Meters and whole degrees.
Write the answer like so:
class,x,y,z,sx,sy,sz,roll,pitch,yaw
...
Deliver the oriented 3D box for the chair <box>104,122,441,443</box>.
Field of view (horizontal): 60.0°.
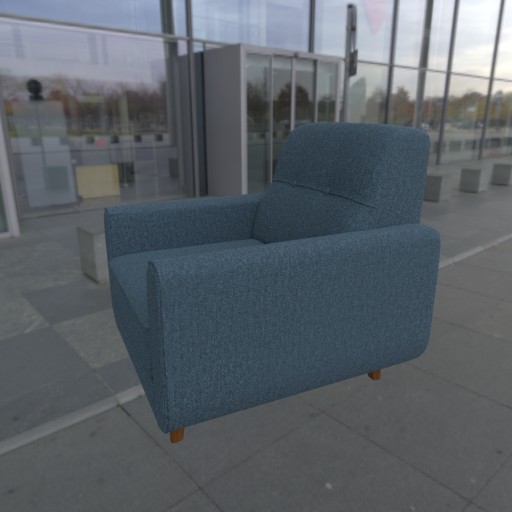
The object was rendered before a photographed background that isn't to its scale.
class,x,y,z,sx,sy,sz,roll,pitch,yaw
chair,0.000,0.000,1.627,0.964,0.940,0.880,-8,19,-25
